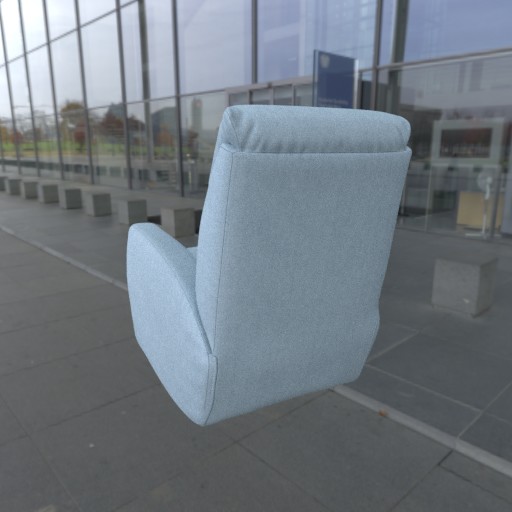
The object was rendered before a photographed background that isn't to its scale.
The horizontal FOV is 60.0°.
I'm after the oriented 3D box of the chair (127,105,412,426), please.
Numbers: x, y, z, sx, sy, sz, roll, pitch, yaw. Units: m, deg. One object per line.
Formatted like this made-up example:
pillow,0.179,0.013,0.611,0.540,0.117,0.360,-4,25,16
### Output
chair,0.000,0.000,1.671,0.812,1.013,0.940,-7,16,-27
